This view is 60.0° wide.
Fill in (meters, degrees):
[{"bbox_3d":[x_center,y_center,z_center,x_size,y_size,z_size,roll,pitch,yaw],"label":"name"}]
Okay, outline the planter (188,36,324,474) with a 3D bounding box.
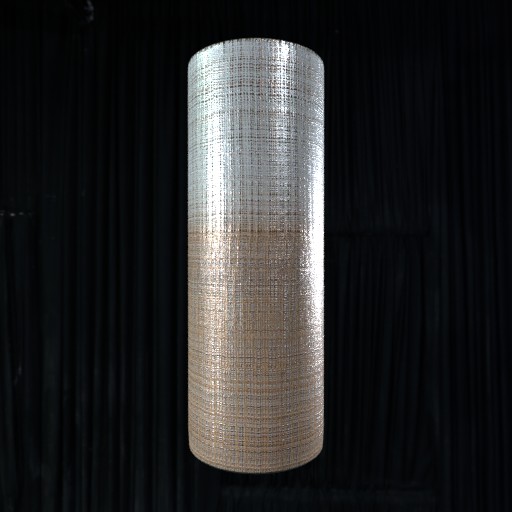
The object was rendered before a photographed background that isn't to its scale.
[{"bbox_3d":[0.000,0.000,0.328,0.099,0.278,0.099,0,0,-1],"label":"planter"}]
